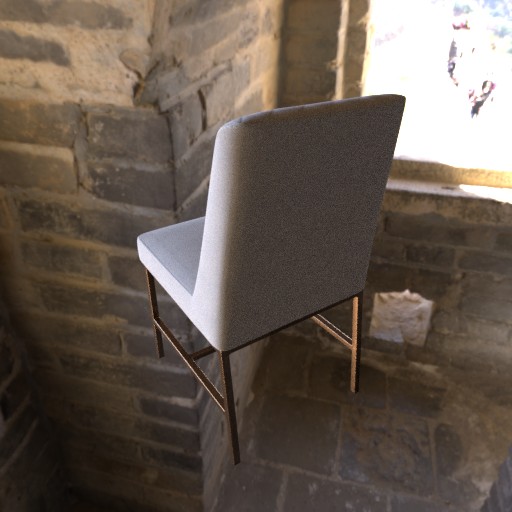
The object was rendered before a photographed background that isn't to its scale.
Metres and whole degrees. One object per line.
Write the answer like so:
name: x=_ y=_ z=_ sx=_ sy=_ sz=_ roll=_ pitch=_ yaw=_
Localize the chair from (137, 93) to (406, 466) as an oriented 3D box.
chair: x=0.000 y=0.000 z=1.269 sx=0.503 sy=0.933 sz=0.597 roll=-19 pitch=35 yaw=-29
